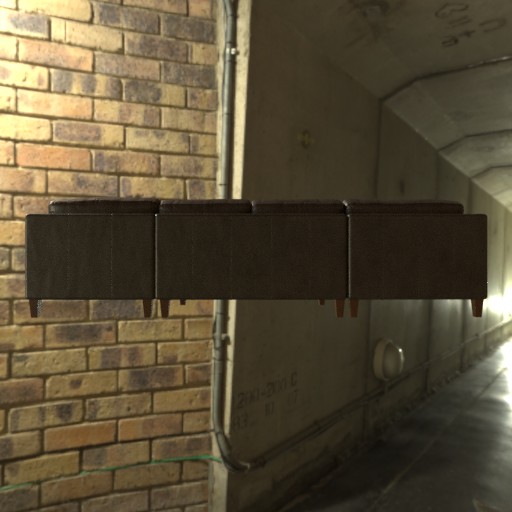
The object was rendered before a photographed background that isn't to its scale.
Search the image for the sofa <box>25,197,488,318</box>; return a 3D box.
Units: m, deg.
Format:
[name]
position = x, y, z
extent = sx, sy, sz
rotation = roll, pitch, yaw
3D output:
[sofa]
position = 0.000, 0.000, 4.388
extent = 3.324, 0.891, 2.452
rotation = 0, 0, -1
